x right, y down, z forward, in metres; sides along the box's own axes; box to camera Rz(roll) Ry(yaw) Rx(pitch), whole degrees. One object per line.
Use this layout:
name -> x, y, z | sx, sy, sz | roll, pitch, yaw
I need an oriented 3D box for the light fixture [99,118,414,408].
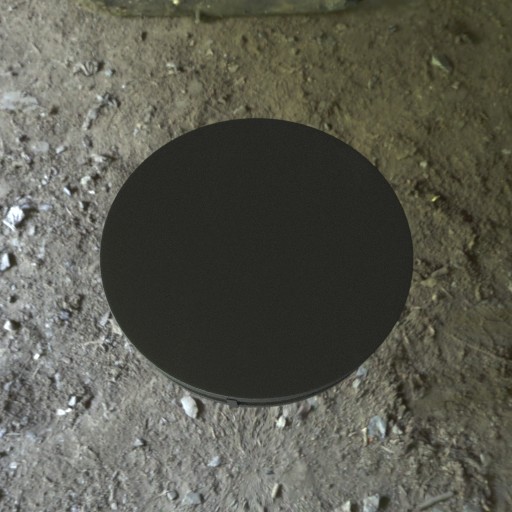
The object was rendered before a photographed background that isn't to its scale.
light fixture -> 0.000, 0.000, 0.550 | 0.356, 0.102, 0.356 | 0, 65, 0
